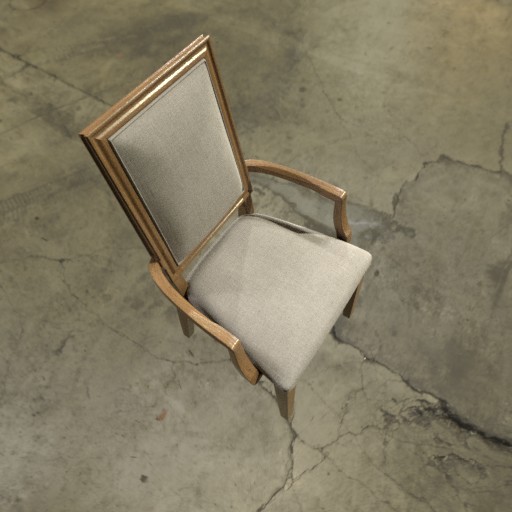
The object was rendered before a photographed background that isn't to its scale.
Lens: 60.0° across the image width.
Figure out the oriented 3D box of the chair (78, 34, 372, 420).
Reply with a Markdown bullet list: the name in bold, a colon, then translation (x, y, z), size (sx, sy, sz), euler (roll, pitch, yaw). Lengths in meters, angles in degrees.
- **chair**: translation (0.000, 0.000, 1.328), size (0.602, 0.990, 0.606), euler (30, 63, 17)
